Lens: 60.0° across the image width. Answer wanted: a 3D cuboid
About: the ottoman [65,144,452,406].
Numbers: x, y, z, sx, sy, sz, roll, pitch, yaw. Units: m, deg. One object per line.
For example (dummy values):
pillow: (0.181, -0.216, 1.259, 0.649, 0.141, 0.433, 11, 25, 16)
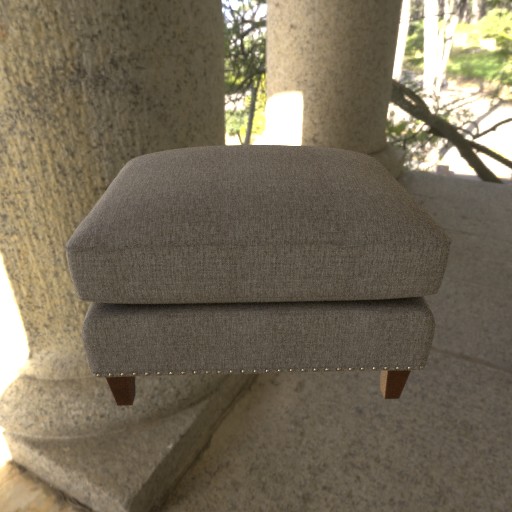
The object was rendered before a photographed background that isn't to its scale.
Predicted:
ottoman: (0.000, 0.000, 1.153, 0.741, 0.513, 0.584, -1, 29, -2)
